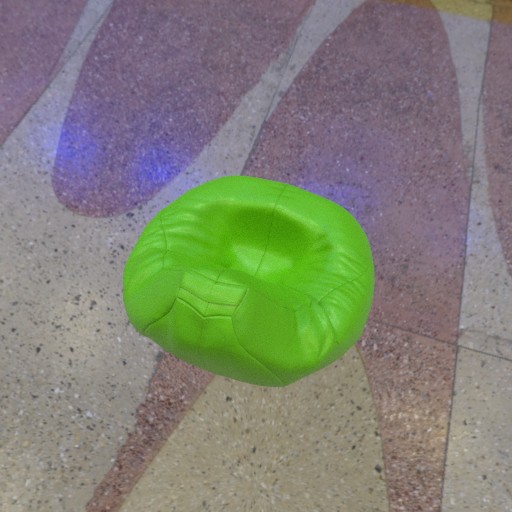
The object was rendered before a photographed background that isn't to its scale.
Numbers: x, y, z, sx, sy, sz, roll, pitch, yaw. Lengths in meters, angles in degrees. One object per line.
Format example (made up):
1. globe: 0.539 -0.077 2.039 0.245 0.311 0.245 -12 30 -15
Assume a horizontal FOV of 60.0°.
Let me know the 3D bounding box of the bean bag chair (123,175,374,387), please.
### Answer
1. bean bag chair: 0.000 0.000 1.886 1.070 0.990 1.070 17 64 9
